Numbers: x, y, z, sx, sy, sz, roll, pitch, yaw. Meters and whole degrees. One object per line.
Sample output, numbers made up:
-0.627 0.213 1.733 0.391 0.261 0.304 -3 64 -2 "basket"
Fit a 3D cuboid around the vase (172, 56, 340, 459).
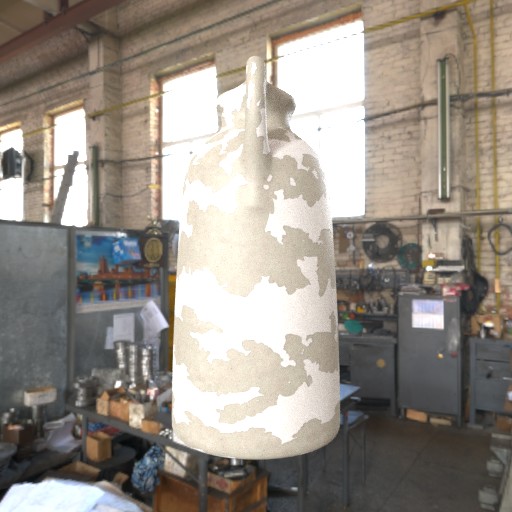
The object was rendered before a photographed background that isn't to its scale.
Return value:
0.000 0.000 0.493 0.186 0.382 0.203 0 -1 0 "vase"
